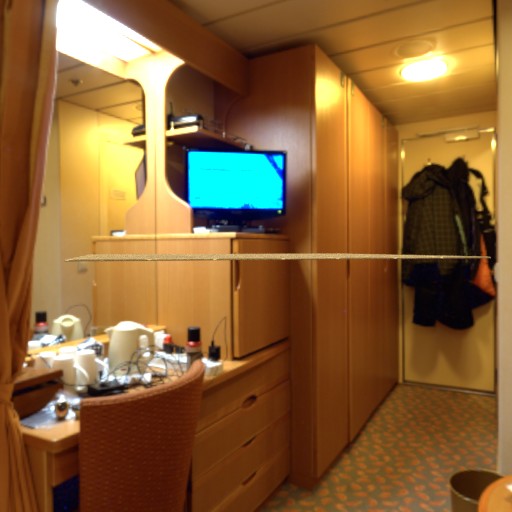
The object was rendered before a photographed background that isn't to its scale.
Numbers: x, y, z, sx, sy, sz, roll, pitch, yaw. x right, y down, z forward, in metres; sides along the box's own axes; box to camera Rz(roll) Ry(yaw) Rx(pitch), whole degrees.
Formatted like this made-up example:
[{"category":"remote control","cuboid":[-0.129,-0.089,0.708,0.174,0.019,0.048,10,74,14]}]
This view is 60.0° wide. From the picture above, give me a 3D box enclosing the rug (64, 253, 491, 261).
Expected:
[{"category":"rug","cuboid":[0.000,0.000,4.155,3.062,0.012,2.457,0,1,-17]}]
